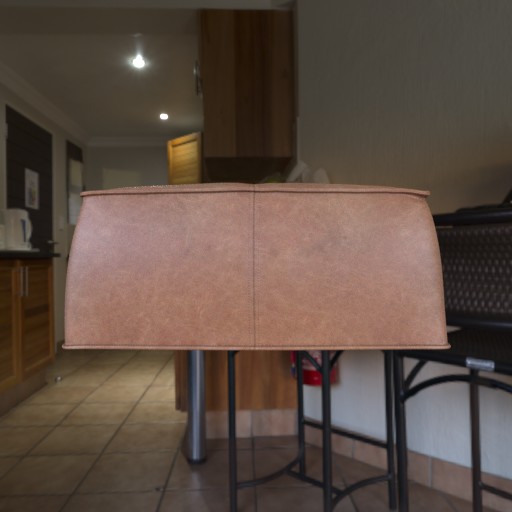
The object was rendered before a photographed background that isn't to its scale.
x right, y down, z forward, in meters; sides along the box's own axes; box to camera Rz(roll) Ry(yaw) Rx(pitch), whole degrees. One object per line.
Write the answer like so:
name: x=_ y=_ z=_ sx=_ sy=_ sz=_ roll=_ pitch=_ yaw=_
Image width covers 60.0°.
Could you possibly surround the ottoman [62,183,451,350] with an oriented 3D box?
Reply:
ottoman: x=0.000 y=0.000 z=1.387 sx=0.901 sy=0.395 sz=0.902 roll=0 pitch=1 yaw=0
